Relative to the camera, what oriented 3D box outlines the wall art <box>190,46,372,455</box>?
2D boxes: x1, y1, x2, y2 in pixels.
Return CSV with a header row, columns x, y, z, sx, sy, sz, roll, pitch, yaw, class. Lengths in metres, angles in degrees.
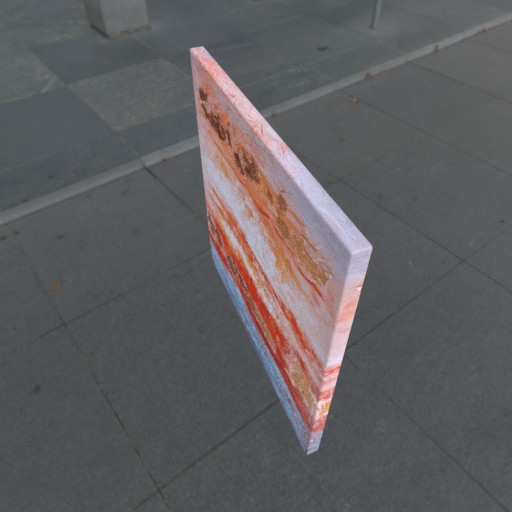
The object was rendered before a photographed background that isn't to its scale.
x,y,z,sx,sy,sz,roll,pitch,yaw,class
0.000,0.000,1.107,0.035,0.747,0.747,-17,49,-15,wall art
